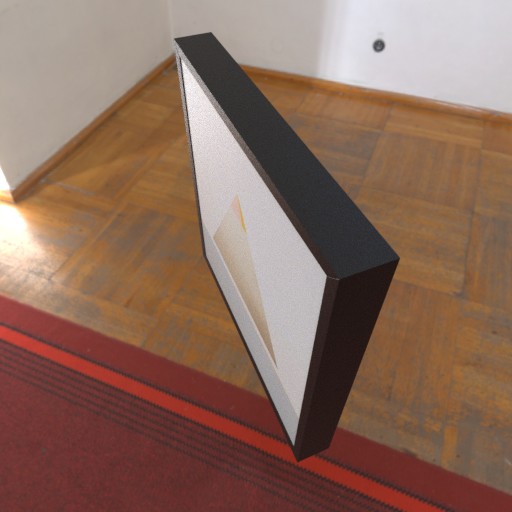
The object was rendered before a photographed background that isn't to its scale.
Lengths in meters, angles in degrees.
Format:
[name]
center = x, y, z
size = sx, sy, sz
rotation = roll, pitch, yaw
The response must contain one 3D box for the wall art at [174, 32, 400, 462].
[wall art]
center = 0.000, 0.000, 0.434
size = 0.037, 0.303, 0.304
rotation = -18, 51, -15
